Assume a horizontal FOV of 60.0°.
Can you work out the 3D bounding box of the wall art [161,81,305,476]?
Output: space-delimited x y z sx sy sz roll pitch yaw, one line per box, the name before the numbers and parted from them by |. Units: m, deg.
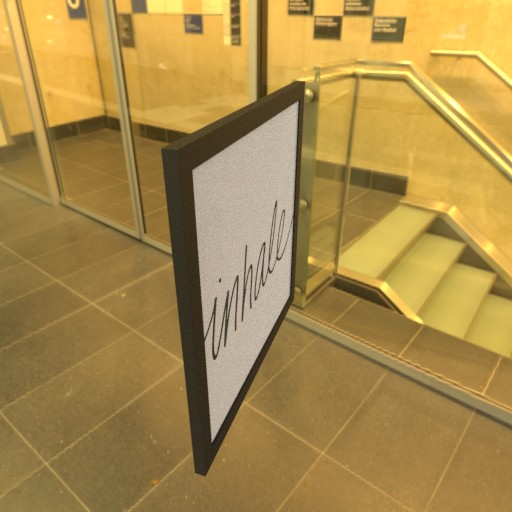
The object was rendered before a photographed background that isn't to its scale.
wall art | 0.000 0.000 0.539 0.013 0.356 0.356 10 31 17
